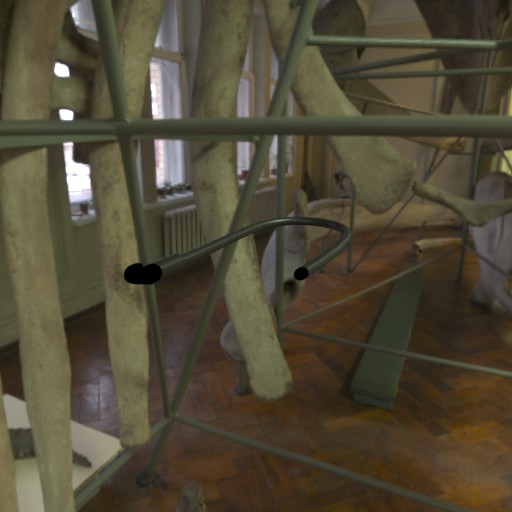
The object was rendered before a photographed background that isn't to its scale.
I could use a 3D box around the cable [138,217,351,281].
[{"bbox_3d":[0.000,0.000,0.114,0.040,0.006,0.098,8,18,25],"label":"cable"}]
